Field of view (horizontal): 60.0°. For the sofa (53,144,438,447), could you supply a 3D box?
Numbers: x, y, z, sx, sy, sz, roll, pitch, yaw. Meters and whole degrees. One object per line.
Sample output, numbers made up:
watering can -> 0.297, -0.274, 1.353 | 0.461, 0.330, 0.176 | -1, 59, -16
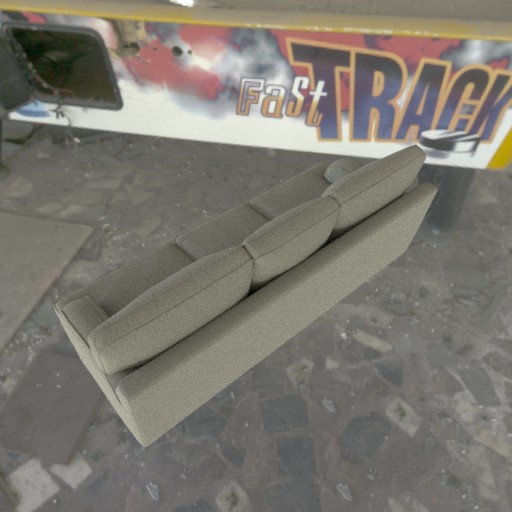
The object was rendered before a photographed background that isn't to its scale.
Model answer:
sofa -> 0.000, 0.000, 2.825 | 2.323, 0.997, 1.016 | -31, 53, -28
